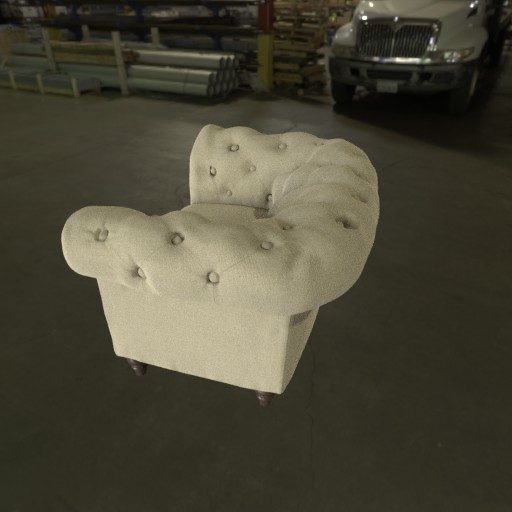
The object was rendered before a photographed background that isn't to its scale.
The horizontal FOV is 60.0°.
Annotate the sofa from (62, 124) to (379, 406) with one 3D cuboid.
[{"bbox_3d":[0.000,0.000,2.053,1.034,0.878,1.405,9,32,14],"label":"sofa"}]
